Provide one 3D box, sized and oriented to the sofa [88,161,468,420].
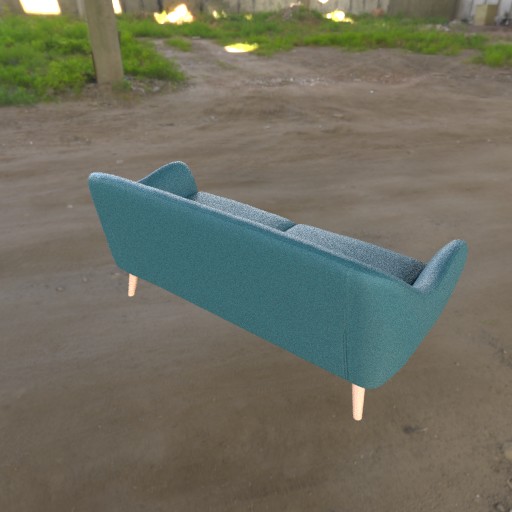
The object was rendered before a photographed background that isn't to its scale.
[{"bbox_3d":[0.000,0.000,2.280,1.840,0.836,0.820,21,37,31],"label":"sofa"}]
